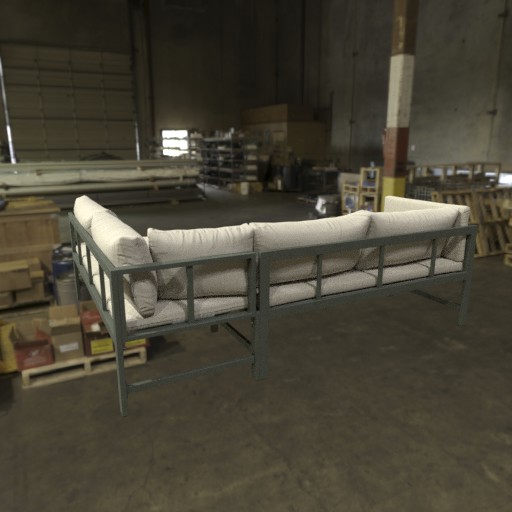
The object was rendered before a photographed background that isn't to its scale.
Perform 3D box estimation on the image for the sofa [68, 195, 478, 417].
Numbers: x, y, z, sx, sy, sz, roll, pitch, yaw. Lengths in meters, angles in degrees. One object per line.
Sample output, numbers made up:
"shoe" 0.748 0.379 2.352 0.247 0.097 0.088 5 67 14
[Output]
"sofa" 0.000 0.000 2.913 2.096 0.758 1.658 -7 16 -27
